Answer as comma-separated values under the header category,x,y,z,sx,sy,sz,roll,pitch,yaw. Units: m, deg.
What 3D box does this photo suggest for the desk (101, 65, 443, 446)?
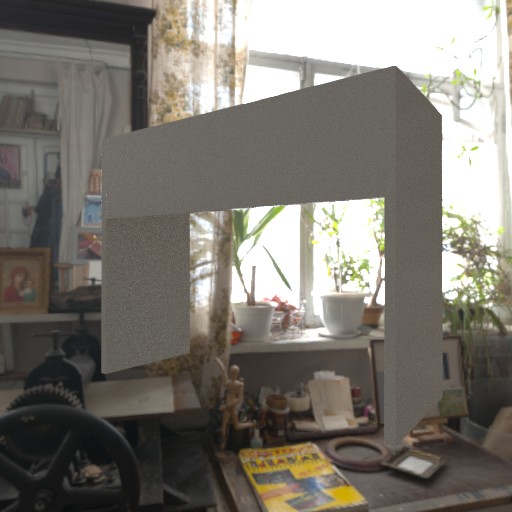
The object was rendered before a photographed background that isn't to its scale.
category,x,y,z,sx,sy,sz,roll,pitch,yaw
desk,0.000,0.000,1.371,1.000,0.790,0.400,0,0,36
